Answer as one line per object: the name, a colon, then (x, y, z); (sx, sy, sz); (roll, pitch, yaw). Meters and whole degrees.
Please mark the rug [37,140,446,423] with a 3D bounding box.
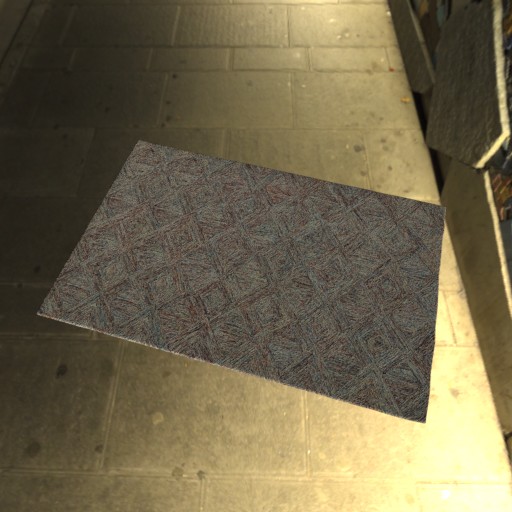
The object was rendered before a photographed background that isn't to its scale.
rug: (0.000, 0.000, 2.178); (1.761, 0.014, 1.143); (14, 60, 8)
